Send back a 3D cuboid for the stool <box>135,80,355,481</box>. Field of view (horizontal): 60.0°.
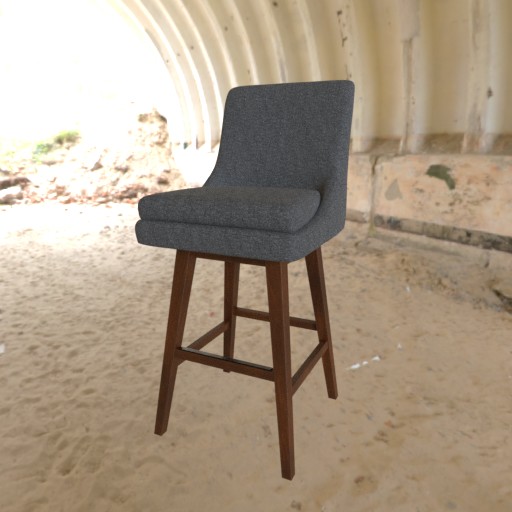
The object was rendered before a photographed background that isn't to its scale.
[{"bbox_3d":[0.000,0.000,1.380,0.489,1.068,0.572,7,16,25],"label":"stool"}]
